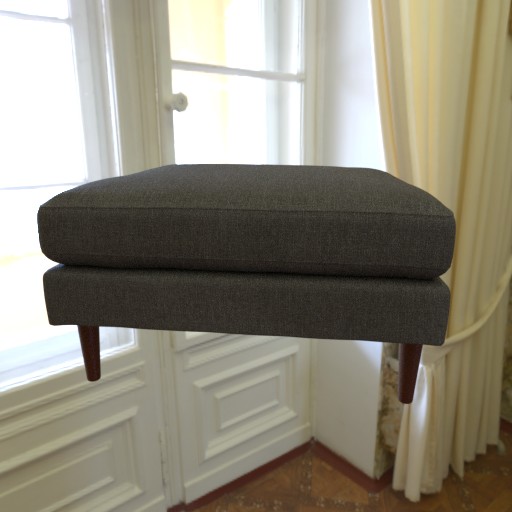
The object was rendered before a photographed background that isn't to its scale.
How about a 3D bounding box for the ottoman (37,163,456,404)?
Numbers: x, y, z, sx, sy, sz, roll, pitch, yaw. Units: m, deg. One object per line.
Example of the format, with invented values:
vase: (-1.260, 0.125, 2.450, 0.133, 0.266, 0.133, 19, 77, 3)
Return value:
ottoman: (0.000, 0.000, 1.196, 0.821, 0.474, 0.693, 2, 15, 7)
